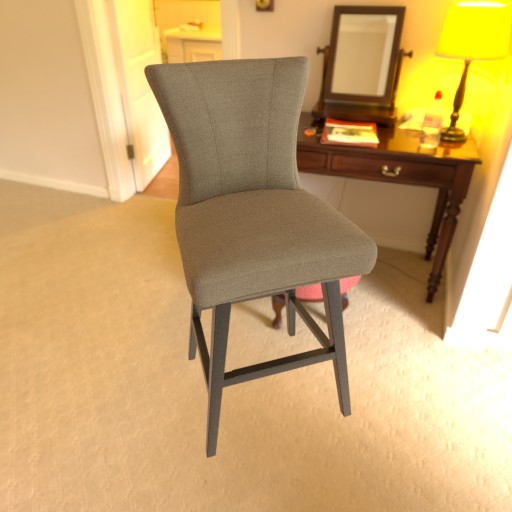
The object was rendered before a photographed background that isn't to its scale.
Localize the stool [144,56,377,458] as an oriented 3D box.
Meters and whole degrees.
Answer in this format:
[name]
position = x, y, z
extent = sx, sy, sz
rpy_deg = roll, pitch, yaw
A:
[stool]
position = 0.000, 0.000, 1.407
extent = 0.514, 1.086, 0.574
rpy_deg = -10, 34, -16
